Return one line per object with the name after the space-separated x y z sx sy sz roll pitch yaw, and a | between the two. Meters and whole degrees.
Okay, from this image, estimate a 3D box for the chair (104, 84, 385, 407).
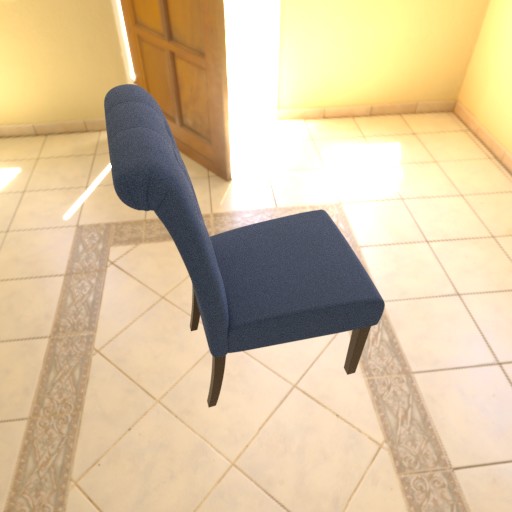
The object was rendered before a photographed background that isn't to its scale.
0.000 0.000 1.347 0.671 1.006 0.456 -12 46 -12 | chair
